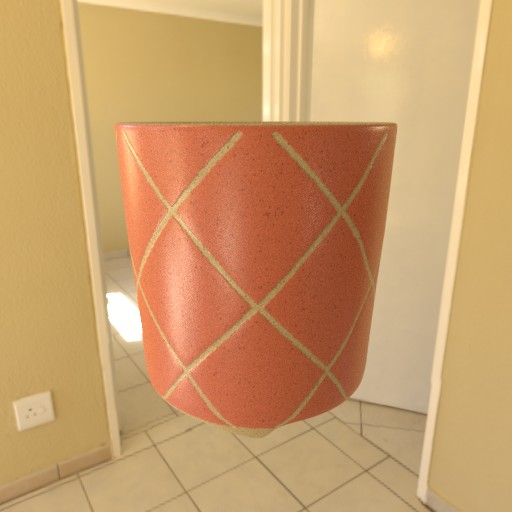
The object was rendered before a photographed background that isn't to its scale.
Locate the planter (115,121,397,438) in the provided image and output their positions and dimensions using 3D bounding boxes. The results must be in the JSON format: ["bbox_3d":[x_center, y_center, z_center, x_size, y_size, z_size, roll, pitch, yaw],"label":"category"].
[{"bbox_3d":[0.000,0.000,0.406,0.227,0.235,0.227,0,17,0],"label":"planter"}]
